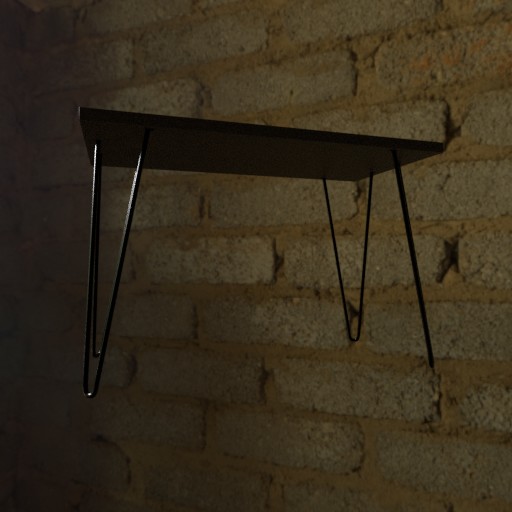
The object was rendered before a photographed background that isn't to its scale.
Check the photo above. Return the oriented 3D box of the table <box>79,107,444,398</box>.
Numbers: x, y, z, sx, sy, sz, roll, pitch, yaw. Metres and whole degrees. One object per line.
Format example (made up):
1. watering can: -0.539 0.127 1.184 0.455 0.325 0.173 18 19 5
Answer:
1. table: 0.000 0.000 1.378 0.991 0.660 0.499 0 -1 -18
